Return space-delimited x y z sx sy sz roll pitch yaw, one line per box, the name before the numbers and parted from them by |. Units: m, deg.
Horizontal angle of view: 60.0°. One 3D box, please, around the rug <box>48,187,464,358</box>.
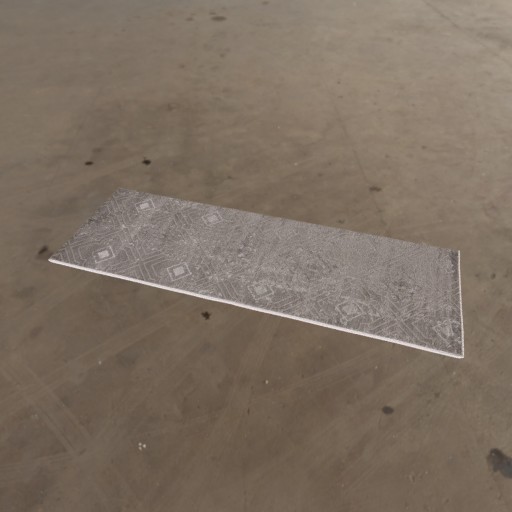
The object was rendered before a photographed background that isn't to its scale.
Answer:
rug | 0.000 0.000 2.716 2.381 0.035 0.832 12 43 13
